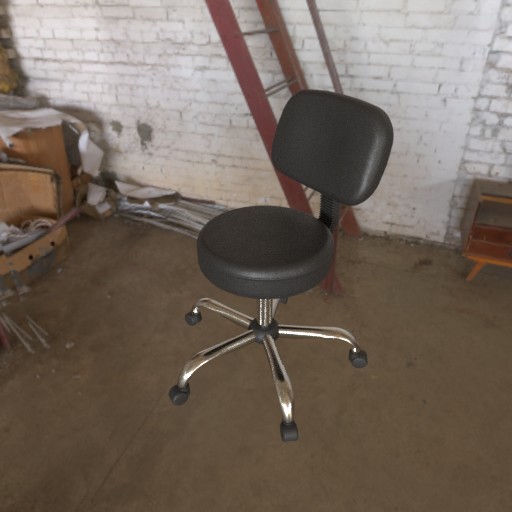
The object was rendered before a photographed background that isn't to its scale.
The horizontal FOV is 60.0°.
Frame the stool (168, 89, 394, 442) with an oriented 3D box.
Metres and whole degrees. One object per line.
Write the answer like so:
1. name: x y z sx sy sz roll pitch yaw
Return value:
1. stool: 0.000 0.000 1.319 0.648 0.862 0.673 -20 37 -29
